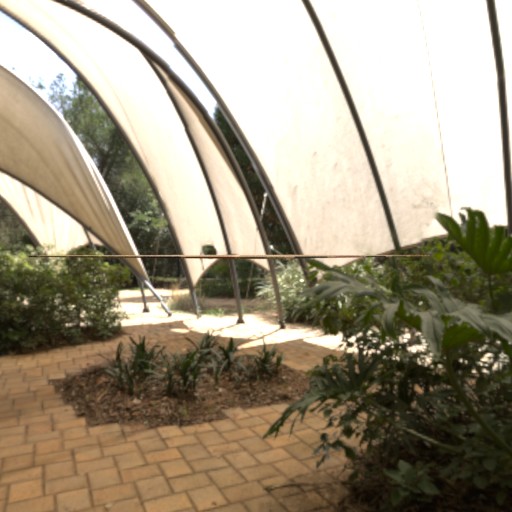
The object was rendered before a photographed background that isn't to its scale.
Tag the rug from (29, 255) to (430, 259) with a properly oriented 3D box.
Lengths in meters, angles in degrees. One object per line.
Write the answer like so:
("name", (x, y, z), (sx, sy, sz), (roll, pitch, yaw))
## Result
("rug", (0.000, 0.000, 4.308), (2.439, 0.013, 3.200), (0, 0, 36))
